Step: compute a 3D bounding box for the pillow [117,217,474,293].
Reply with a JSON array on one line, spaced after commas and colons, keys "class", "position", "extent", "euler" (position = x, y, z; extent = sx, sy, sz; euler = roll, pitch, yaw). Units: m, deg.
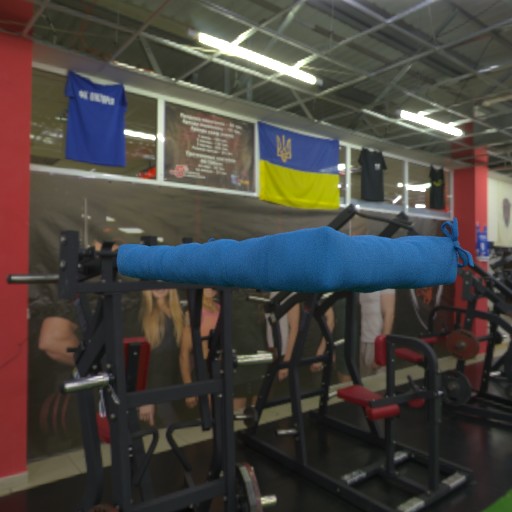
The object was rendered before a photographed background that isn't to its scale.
[{"class": "pillow", "position": [0.000, 0.000, 1.369], "extent": [0.511, 0.174, 1.194], "euler": [0, -1, -36]}]
